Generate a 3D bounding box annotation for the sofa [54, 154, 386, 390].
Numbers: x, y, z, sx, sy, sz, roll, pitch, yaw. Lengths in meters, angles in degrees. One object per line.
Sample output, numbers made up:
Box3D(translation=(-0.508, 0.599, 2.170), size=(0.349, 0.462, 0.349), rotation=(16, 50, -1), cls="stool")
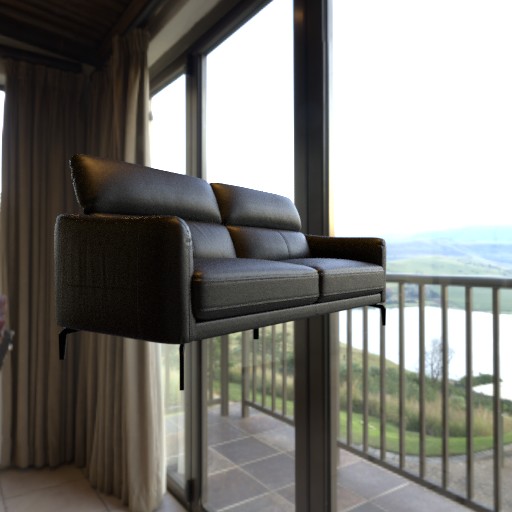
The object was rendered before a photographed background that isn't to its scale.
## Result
Box3D(translation=(0.000, 0.000, 2.557), size=(0.856, 0.957, 2.069), rotation=(0, -1, 37), cls="sofa")
